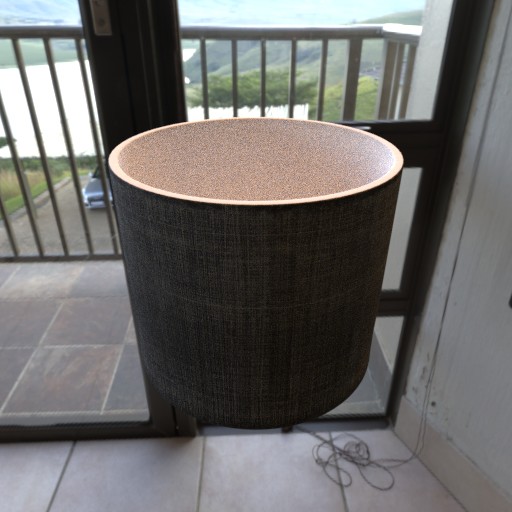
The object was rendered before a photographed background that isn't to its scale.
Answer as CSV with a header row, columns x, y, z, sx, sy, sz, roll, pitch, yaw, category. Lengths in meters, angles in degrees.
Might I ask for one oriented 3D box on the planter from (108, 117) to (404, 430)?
x,y,z,sx,sy,sz,roll,pitch,yaw,category
0.000,0.000,0.451,0.254,0.221,0.254,0,30,0,planter
